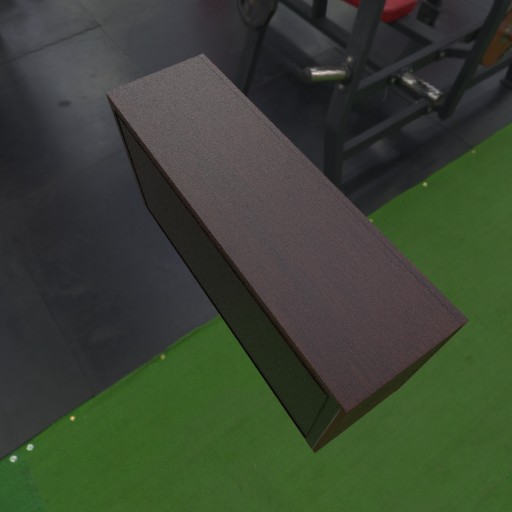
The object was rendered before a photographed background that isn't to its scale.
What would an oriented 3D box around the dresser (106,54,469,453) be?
[{"bbox_3d":[0.000,0.000,2.050,0.499,0.971,1.609,-30,63,-17],"label":"dresser"}]
